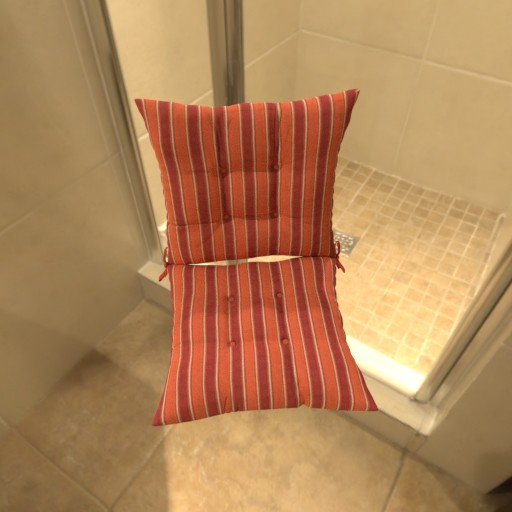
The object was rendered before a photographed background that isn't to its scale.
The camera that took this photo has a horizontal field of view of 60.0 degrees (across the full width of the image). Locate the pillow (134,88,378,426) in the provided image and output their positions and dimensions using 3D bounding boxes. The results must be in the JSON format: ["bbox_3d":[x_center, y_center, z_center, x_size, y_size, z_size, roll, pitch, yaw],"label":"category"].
[{"bbox_3d":[0.000,0.000,1.014,0.541,0.536,0.585,-3,48,-3],"label":"pillow"}]
